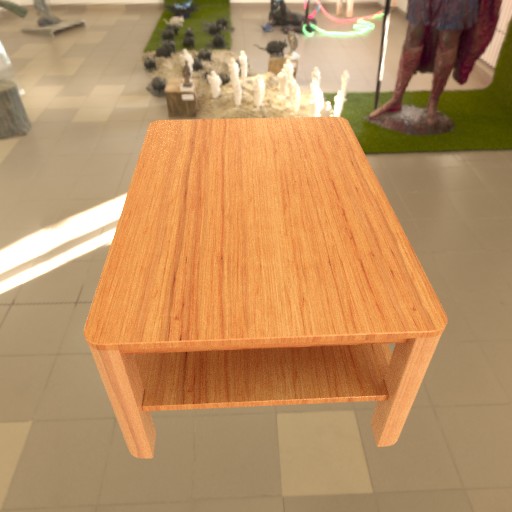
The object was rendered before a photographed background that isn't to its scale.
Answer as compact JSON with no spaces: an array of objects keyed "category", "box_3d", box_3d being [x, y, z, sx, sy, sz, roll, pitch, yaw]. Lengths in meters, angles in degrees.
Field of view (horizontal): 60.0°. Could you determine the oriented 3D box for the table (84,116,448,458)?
[{"category":"table","box_3d":[0.000,0.000,1.340,0.696,0.445,0.997,-2,40,-2]}]
